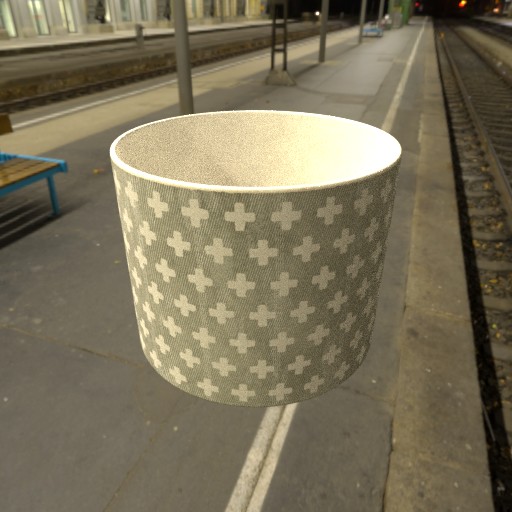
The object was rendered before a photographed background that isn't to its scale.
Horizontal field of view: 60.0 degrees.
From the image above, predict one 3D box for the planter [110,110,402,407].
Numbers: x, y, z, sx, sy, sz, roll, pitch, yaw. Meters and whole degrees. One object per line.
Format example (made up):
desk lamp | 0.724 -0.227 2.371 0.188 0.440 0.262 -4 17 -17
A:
planter | 0.000 0.000 0.452 0.250 0.239 0.250 0 29 0
